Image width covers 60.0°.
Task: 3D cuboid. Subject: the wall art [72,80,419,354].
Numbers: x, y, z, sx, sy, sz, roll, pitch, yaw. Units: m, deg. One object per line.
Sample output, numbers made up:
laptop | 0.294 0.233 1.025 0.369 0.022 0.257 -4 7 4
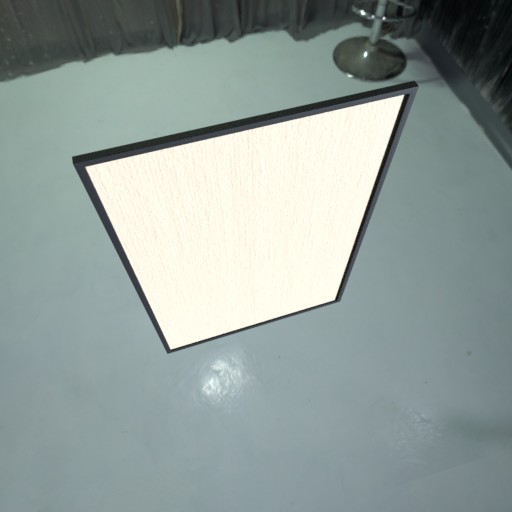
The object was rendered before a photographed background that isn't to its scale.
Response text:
wall art | 0.000 0.000 0.841 0.457 0.657 0.013 -15 59 -9
